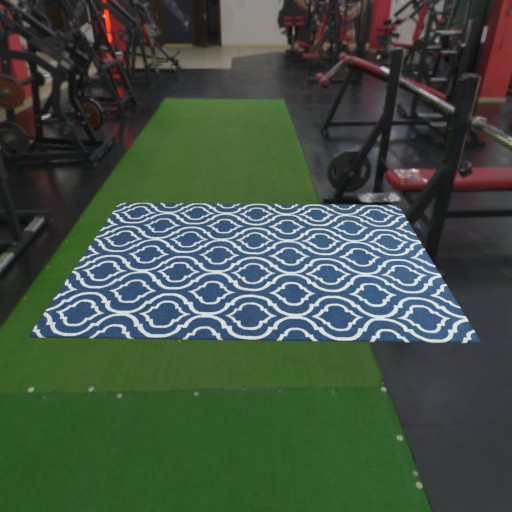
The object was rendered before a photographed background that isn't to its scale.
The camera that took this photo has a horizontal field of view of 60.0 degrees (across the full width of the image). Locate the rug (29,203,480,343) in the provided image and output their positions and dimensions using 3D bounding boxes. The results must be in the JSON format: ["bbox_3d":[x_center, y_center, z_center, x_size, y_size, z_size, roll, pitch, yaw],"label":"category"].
[{"bbox_3d":[0.000,0.000,2.737,2.134,0.010,1.524,1,31,1],"label":"rug"}]
